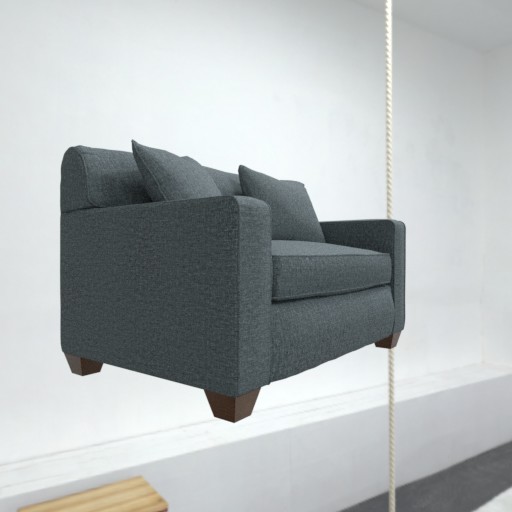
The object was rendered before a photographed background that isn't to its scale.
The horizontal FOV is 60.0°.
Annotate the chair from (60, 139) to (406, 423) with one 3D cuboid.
[{"bbox_3d":[0.000,0.000,2.051,1.000,0.948,1.383,0,1,38],"label":"chair"}]
